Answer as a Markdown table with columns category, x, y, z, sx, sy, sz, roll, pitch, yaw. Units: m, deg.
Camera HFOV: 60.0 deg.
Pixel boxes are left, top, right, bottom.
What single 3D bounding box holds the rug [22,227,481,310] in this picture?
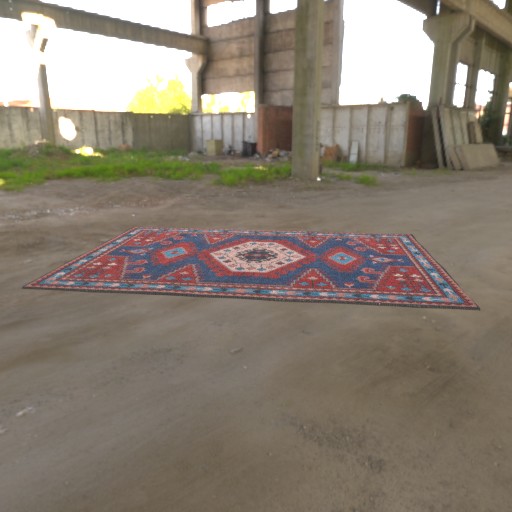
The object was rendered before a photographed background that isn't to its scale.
| category | x | y | z | sx | sy | sz | roll | pitch | yaw |
| --- | --- | --- | --- | --- | --- | --- | --- | --- | --- |
| rug | 0.000 | 0.000 | 2.305 | 1.820 | 0.012 | 1.207 | 2 | 16 | 7 |
